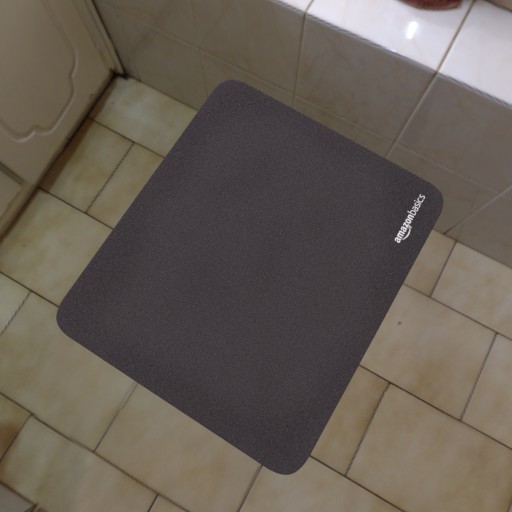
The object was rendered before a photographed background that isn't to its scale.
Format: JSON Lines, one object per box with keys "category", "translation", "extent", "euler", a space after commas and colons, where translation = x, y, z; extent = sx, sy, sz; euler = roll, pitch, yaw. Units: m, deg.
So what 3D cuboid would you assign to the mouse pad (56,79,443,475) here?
{"category": "mouse pad", "translation": [0.000, 0.000, 0.432], "extent": [0.269, 0.002, 0.315], "euler": [31, 78, 7]}
